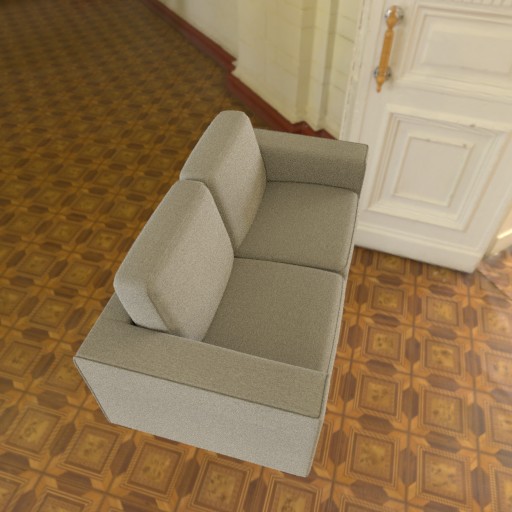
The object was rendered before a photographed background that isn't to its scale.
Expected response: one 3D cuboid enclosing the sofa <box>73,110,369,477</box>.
[{"bbox_3d":[0.000,0.000,2.388,1.007,0.924,1.812,11,48,10],"label":"sofa"}]
